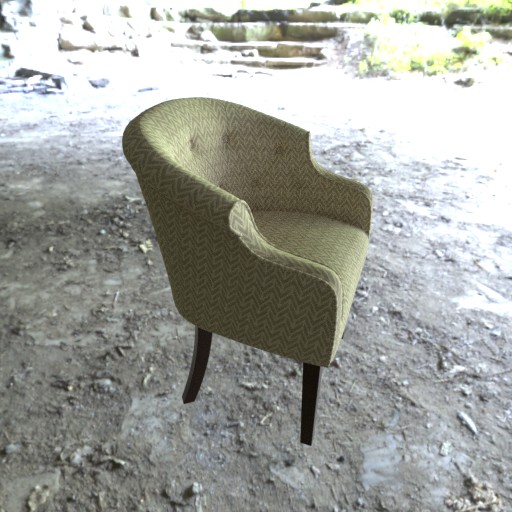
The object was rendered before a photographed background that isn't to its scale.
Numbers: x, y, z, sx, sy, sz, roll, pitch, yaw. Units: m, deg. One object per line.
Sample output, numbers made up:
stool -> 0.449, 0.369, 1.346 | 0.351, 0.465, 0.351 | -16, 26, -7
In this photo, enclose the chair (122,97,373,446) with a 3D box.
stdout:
chair -> 0.000, 0.000, 1.333 | 0.613, 0.858, 0.686 | 10, 31, 17
